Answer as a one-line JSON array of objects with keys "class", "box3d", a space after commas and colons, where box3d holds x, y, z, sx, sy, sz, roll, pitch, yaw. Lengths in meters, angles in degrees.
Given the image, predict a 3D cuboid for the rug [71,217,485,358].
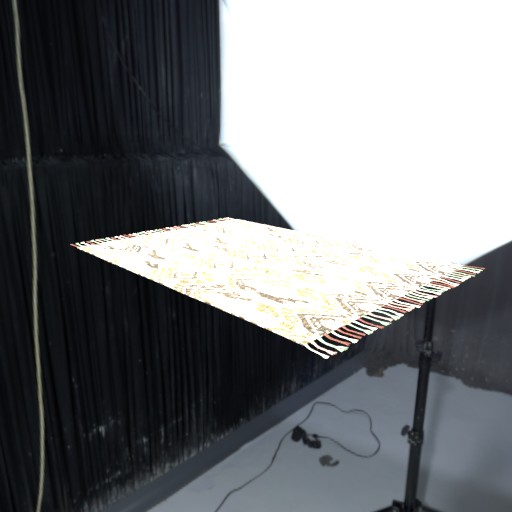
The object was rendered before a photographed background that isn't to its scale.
[{"class": "rug", "box3d": [0.000, 0.000, 2.277, 1.219, 0.008, 1.829, -15, 21, -42]}]
